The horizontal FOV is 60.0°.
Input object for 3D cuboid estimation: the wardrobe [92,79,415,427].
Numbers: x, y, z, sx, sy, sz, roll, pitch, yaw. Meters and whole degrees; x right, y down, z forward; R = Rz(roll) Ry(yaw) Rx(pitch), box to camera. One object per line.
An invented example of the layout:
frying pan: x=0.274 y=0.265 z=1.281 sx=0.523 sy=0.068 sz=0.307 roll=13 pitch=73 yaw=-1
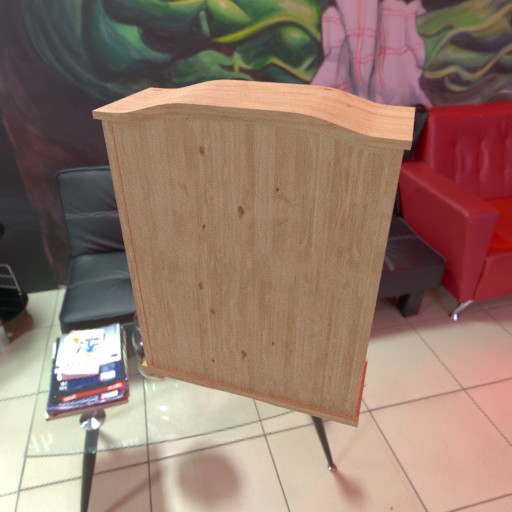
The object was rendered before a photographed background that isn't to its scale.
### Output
wardrobe: x=0.000 y=0.000 z=2.657 sx=1.500 sy=1.870 sz=0.570 roll=10 pitch=34 yaw=15
